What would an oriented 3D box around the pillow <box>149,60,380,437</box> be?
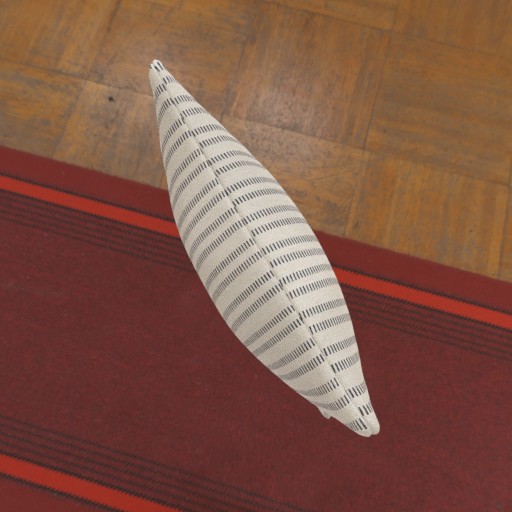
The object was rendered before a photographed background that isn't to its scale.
[{"bbox_3d":[0.000,0.000,0.788,0.210,0.353,0.640,-29,77,-7],"label":"pillow"}]
